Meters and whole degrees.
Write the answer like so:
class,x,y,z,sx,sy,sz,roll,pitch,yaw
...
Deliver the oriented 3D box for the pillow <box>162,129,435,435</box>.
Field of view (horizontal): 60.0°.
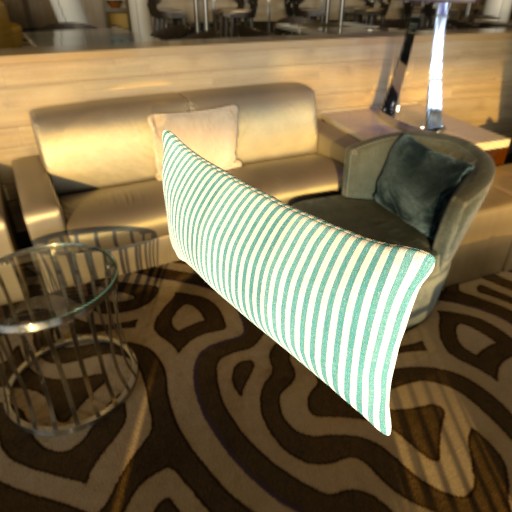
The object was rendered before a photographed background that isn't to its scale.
class,x,y,z,sx,sy,sz,roll,pitch,yaw
pillow,0.000,0.000,0.745,0.151,0.295,0.617,-21,37,-31
